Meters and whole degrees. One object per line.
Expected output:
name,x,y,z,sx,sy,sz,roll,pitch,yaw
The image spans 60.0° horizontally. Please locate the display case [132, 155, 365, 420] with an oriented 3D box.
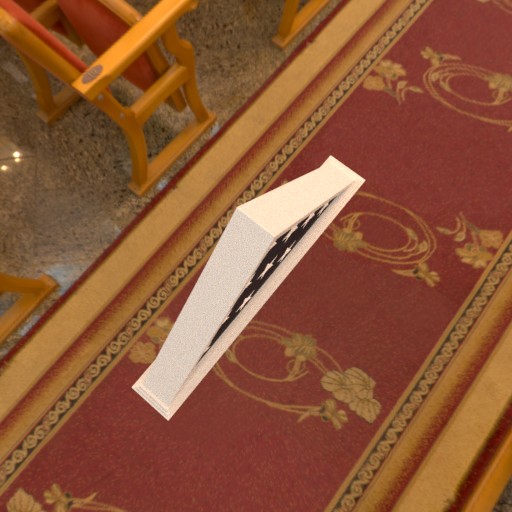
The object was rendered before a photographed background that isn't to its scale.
display case,0.000,0.000,0.753,0.095,0.340,0.640,38,78,10
